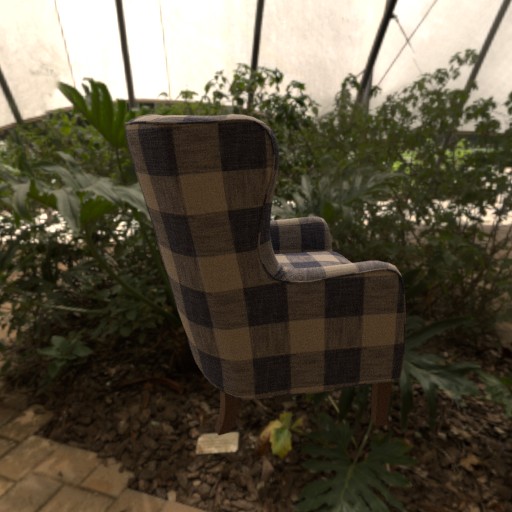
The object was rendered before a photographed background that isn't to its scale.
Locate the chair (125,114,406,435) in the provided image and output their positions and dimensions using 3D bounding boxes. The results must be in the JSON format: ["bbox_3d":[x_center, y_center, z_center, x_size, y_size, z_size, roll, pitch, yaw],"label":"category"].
[{"bbox_3d":[0.000,0.000,1.715,0.889,1.041,0.830,-2,16,-9],"label":"chair"}]
